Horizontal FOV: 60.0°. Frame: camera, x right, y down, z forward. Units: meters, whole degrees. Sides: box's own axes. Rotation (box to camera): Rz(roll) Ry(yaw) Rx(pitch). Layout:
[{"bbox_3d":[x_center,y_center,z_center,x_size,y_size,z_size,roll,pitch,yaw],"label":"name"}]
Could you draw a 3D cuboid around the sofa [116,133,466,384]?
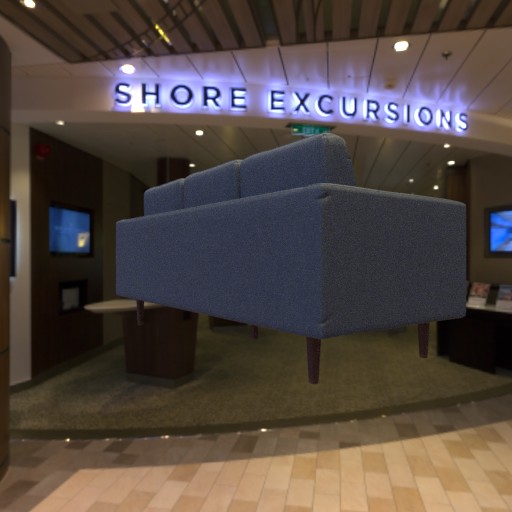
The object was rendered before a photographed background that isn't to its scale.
[{"bbox_3d":[0.000,0.000,2.523,0.935,0.945,2.013,0,0,-36],"label":"sofa"}]
